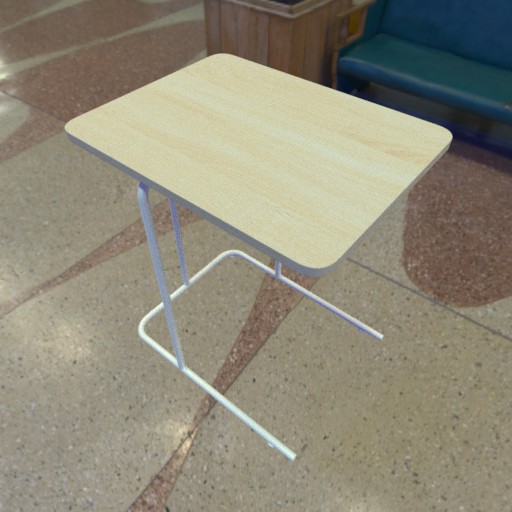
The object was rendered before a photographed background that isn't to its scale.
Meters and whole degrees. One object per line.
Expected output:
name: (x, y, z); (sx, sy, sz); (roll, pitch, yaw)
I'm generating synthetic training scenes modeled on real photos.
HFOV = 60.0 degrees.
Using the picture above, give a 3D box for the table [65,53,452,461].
table: (0.000, 0.000, 0.865); (0.480, 0.550, 0.370); (30, 53, 26)
